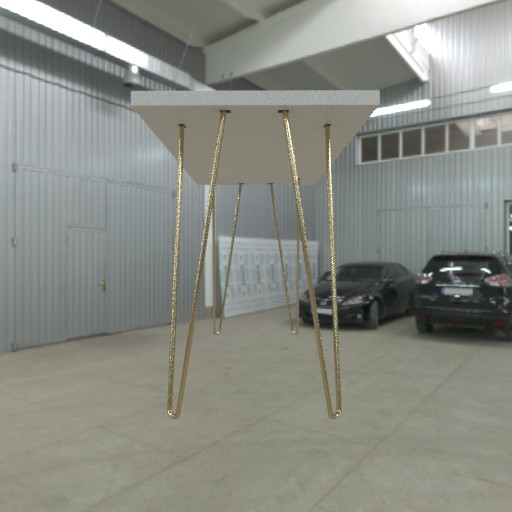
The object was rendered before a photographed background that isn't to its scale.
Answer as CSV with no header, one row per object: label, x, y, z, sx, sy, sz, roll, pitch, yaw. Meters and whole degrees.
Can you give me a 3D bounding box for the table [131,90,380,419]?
table,0.000,0.000,1.380,0.498,0.660,0.991,0,0,0
